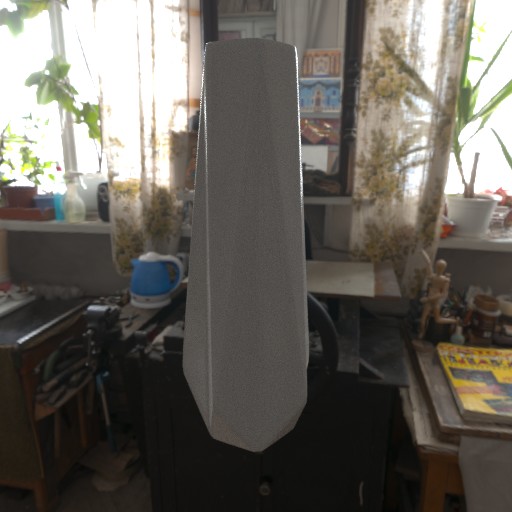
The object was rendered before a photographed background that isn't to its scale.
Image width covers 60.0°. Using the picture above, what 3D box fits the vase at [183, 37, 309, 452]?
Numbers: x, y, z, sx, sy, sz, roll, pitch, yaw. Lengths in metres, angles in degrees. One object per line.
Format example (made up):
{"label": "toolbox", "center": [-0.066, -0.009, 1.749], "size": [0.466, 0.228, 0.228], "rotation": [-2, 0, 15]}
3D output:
{"label": "vase", "center": [0.000, 0.000, 0.381], "size": [0.116, 0.329, 0.122], "rotation": [-8, 16, -27]}
